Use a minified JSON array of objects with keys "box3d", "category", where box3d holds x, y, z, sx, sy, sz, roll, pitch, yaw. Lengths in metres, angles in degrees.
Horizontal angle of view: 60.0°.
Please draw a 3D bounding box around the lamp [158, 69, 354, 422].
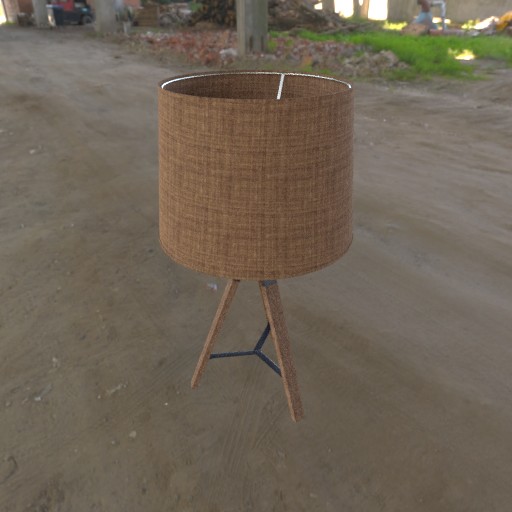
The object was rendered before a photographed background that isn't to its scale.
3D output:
[{"box3d":[0.000,0.000,0.696,0.290,0.514,0.290,0,30,0],"category":"lamp"}]
